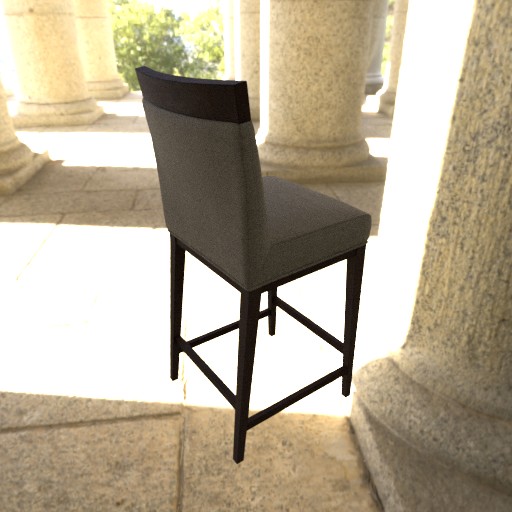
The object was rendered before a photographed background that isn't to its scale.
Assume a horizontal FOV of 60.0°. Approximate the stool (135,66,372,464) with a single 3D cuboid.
[{"bbox_3d":[0.000,0.000,1.427,0.531,1.117,0.511,-18,32,-31],"label":"stool"}]
